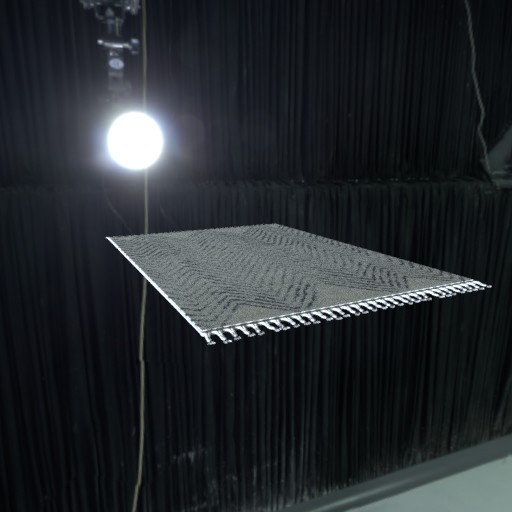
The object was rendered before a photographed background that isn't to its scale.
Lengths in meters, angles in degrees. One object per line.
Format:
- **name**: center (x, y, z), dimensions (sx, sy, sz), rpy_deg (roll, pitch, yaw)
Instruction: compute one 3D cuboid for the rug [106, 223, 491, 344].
- **rug**: center (0.000, 0.000, 2.317), dimensions (1.230, 0.014, 1.847), rpy_deg (-7, 15, -26)
